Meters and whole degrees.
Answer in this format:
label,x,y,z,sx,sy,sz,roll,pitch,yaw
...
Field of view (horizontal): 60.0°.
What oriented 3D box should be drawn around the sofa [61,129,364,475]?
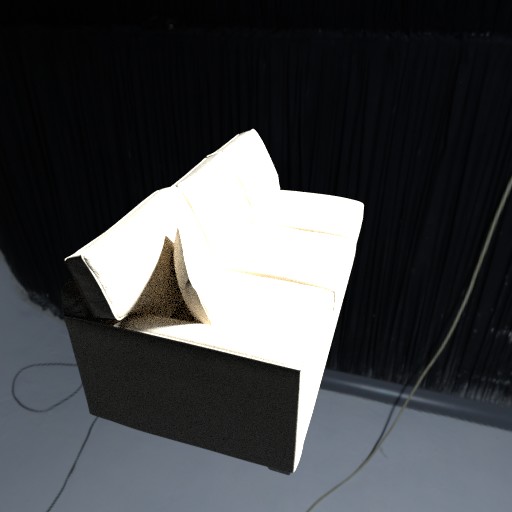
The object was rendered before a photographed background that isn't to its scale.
label,x,y,z,sx,sy,sz,roll,pitch,yaw
sofa,0.000,0.000,2.536,1.034,0.946,1.962,9,31,16
